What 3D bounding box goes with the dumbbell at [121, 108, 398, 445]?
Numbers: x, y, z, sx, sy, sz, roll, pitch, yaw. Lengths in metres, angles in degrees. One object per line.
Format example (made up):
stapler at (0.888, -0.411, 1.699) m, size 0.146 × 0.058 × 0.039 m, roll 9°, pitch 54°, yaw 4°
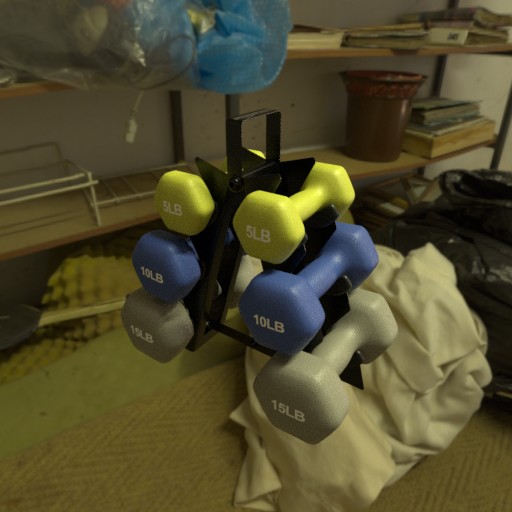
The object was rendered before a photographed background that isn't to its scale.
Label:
dumbbell at (0.000, 0.000, 0.686) m, size 0.416 × 0.426 × 0.261 m, roll 18°, pitch 33°, yaw 30°
